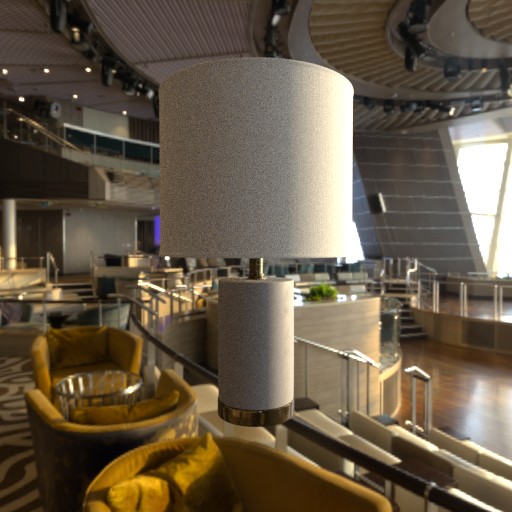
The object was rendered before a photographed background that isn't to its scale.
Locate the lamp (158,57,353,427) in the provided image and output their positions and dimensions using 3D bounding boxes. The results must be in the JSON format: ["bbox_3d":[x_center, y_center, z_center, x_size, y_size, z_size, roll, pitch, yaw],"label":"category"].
[{"bbox_3d":[0.000,0.000,0.537,0.229,0.380,0.229,0,1,0],"label":"lamp"}]
